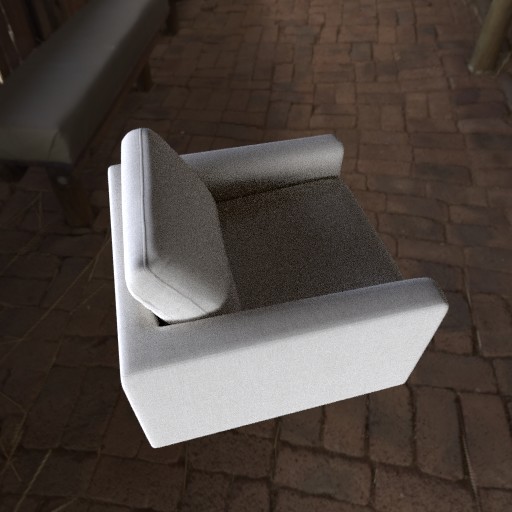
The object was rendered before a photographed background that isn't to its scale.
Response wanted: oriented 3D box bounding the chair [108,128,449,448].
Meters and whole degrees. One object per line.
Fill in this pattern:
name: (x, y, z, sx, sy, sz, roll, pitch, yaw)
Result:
chair: (0.000, 0.000, 1.849, 1.100, 0.876, 1.070, -11, 49, -10)
